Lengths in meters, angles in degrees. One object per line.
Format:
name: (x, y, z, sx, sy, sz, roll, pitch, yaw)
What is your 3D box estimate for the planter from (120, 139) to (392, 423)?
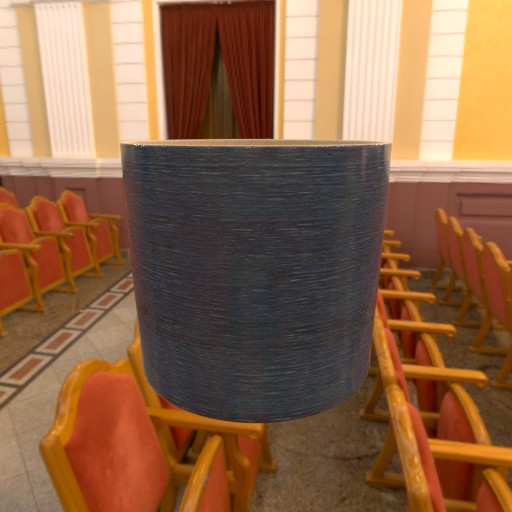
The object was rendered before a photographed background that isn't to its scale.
planter: (0.000, 0.000, 0.402, 0.221, 0.201, 0.221, 0, 16, 0)
